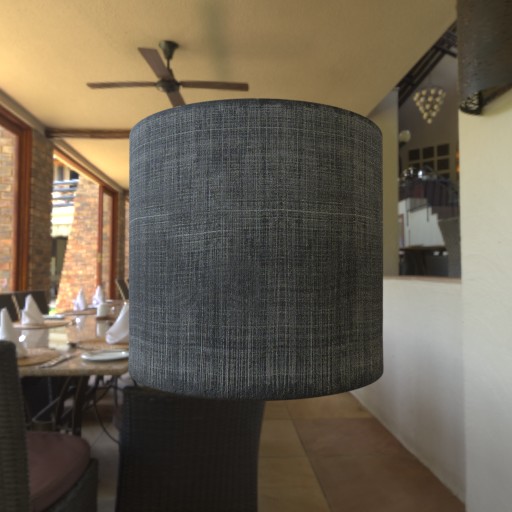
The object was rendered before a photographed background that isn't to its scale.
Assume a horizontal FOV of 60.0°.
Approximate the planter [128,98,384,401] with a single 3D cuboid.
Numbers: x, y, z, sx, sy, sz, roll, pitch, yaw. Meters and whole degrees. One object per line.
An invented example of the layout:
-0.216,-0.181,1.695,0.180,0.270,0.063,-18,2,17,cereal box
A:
0.000,0.000,0.399,0.221,0.201,0.221,0,-2,0,planter
